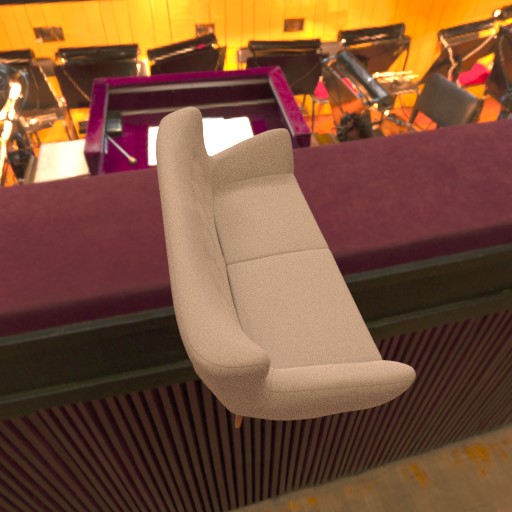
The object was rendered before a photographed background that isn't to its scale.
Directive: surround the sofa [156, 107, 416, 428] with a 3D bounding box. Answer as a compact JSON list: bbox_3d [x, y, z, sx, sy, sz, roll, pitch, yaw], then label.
[{"bbox_3d":[0.000,0.000,2.415,0.899,0.890,1.930,-9,47,-9],"label":"sofa"}]
